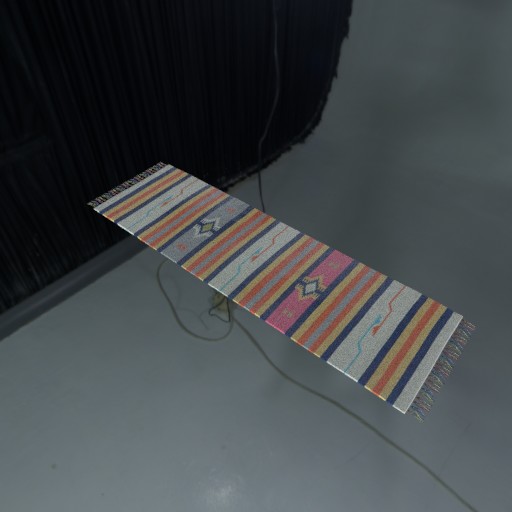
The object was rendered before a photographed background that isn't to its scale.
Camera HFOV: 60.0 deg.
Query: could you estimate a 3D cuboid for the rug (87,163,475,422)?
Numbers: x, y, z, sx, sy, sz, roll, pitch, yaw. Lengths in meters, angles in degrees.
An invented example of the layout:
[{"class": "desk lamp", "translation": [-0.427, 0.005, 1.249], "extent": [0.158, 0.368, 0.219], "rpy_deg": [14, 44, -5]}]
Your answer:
[{"class": "rug", "translation": [0.000, 0.000, 2.687], "extent": [2.455, 0.017, 0.695], "rpy_deg": [30, 52, 27]}]
